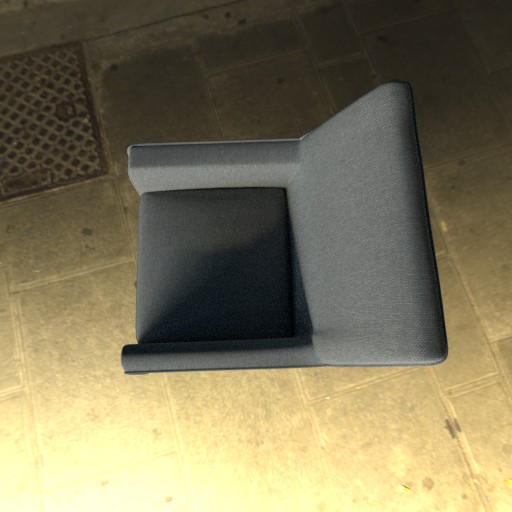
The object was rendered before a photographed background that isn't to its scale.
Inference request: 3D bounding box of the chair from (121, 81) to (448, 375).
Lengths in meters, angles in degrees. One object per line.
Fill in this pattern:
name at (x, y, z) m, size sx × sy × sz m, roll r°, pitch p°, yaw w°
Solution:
chair at (0.000, 0.000, 1.555) m, size 0.899 × 0.919 × 0.780 m, roll -2°, pitch 76°, yaw 0°
